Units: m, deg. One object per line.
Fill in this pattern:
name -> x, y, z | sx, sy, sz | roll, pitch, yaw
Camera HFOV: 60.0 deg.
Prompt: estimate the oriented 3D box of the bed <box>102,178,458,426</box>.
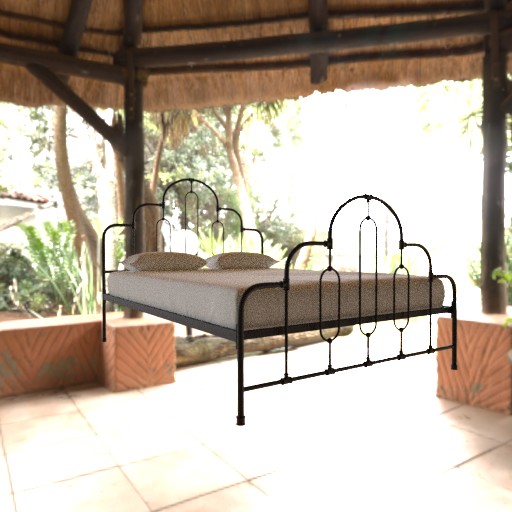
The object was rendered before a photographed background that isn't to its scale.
bed -> 0.000, 0.000, 3.231 | 1.640, 1.429, 2.163 | 0, 1, -34
